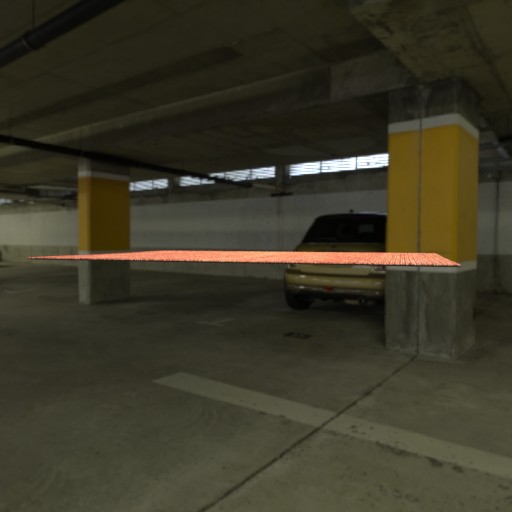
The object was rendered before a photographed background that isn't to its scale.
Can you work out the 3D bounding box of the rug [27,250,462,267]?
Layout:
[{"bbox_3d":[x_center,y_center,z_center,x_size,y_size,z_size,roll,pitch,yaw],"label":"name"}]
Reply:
[{"bbox_3d":[0.000,0.000,2.210,1.747,0.011,1.139,1,2,18],"label":"rug"}]
